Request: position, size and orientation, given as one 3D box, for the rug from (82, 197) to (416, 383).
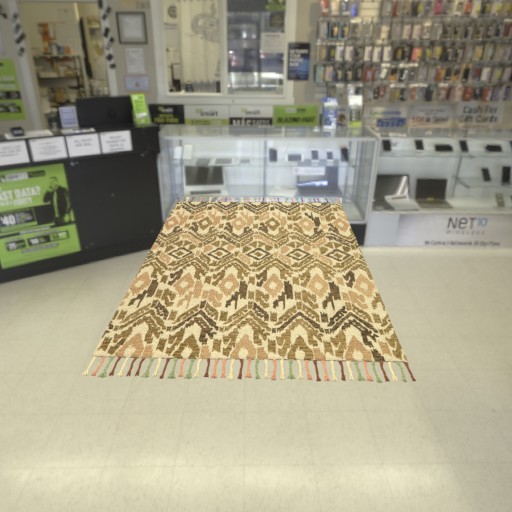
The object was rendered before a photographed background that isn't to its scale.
[{"bbox_3d":[0.000,0.000,3.030,1.524,0.008,2.438,1,27,1],"label":"rug"}]
